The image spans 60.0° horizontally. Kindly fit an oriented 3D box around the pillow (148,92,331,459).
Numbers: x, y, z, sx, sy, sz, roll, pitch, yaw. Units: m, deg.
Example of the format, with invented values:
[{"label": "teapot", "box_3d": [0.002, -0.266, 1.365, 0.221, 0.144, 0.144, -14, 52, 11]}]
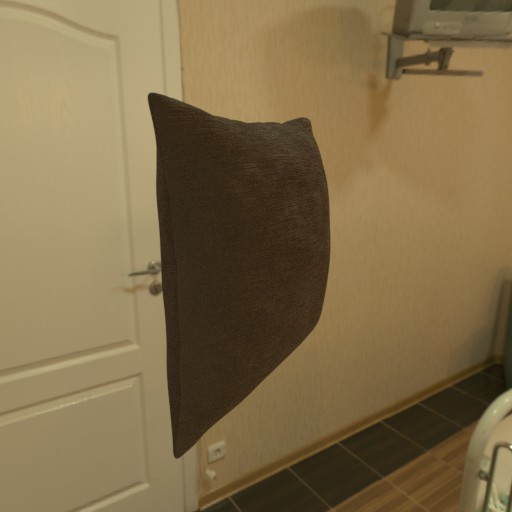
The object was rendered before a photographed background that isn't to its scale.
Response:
[{"label": "pillow", "box_3d": [0.000, 0.000, 0.690, 0.204, 0.439, 0.452, 7, 16, 26]}]
